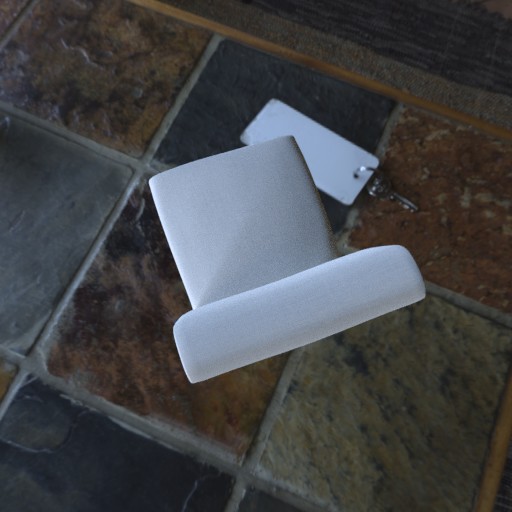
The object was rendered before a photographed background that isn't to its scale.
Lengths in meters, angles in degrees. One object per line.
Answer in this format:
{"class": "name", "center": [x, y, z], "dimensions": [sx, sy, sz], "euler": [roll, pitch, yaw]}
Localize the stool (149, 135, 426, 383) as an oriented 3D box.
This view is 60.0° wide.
{"class": "stool", "center": [0.000, 0.000, 1.287], "dimensions": [0.452, 0.976, 0.597], "euler": [-19, 75, -5]}
